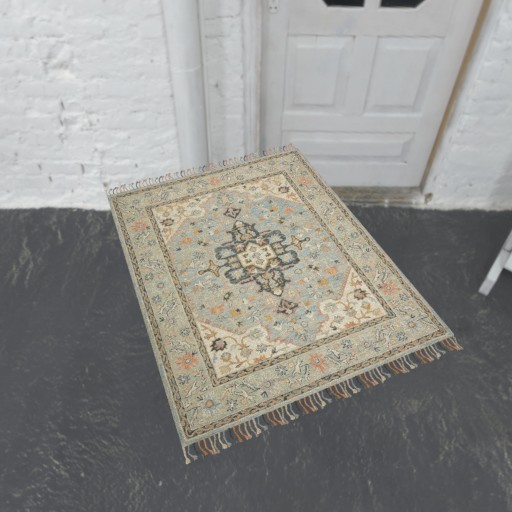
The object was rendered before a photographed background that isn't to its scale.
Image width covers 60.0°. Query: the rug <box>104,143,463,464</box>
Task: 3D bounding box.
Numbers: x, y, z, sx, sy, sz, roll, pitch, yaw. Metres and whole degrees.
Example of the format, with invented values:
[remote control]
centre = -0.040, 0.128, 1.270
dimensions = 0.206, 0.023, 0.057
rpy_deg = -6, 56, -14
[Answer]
[rug]
centre = 0.000, 0.000, 4.330
dimensions = 2.379, 0.011, 3.221
rpy_deg = -17, 50, -15
